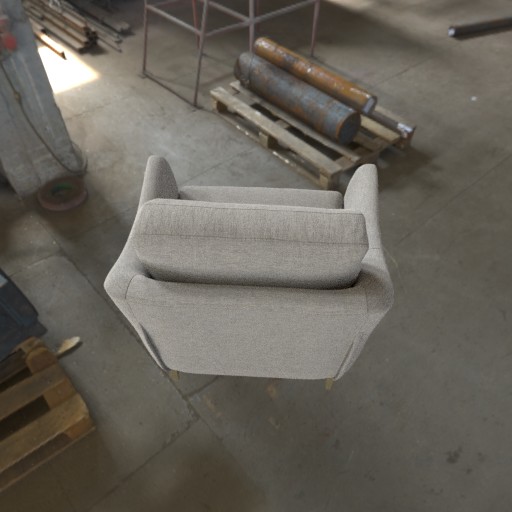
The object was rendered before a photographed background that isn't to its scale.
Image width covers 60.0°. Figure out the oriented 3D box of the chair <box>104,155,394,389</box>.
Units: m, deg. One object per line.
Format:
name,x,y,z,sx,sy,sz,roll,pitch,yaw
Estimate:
chair,0.000,0.000,1.718,0.986,0.902,0.961,2,48,2
